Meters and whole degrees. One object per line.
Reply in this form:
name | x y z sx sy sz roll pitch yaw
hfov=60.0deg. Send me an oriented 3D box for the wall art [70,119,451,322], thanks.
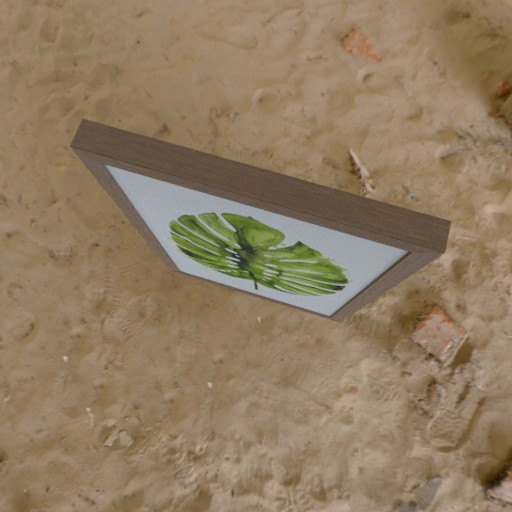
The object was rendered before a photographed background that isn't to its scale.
wall art | 0.000 0.000 0.654 0.358 0.510 0.032 16 75 4
